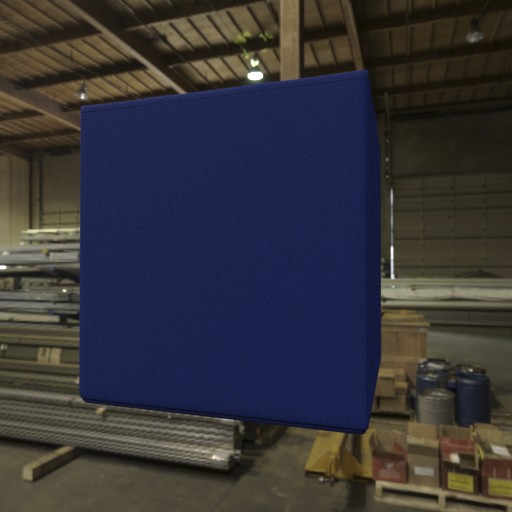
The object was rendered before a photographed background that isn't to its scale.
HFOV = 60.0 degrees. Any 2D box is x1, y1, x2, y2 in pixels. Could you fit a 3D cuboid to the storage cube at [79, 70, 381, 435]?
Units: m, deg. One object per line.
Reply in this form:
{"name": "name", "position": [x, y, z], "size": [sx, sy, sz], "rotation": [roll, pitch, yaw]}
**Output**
{"name": "storage cube", "position": [0.000, 0.000, 0.502], "size": [0.270, 0.280, 0.270], "rotation": [0, -1, 18]}
